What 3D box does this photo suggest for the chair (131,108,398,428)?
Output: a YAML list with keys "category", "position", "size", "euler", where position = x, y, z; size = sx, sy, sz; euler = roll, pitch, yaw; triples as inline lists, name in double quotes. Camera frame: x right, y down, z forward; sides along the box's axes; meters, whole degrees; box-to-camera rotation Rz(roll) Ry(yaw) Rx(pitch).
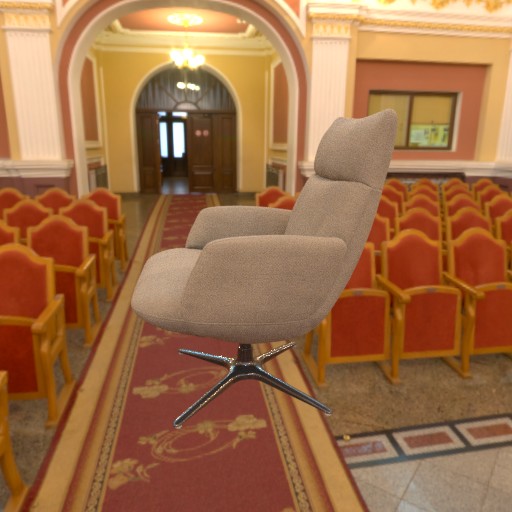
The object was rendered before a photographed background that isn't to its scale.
- category: "chair"
  position: [0.000, 0.000, 1.645]
  size: [0.889, 1.016, 0.711]
  euler: [-2, 15, -8]
